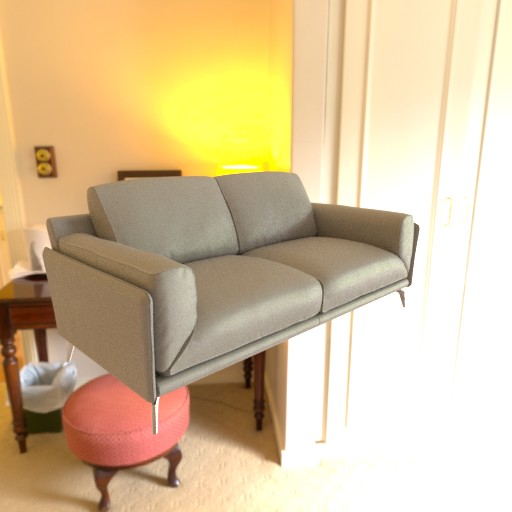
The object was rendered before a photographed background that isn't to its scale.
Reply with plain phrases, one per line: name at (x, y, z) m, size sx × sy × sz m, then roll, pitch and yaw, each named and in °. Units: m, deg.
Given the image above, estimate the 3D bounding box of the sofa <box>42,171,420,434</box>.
sofa at (0.000, 0.000, 2.645) m, size 2.101 × 0.930 × 1.049 m, roll -13°, pitch 19°, yaw -43°
